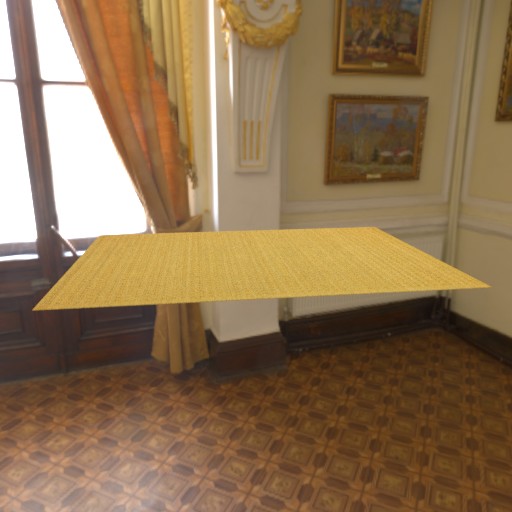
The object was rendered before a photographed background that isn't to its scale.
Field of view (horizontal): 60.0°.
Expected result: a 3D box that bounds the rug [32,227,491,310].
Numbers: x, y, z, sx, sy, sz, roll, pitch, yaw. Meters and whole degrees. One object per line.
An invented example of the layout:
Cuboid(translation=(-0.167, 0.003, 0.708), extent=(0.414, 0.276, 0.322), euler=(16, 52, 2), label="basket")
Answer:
Cuboid(translation=(0.000, 0.000, 3.709), extent=(2.895, 0.006, 1.981), euler=(-2, 16, -8), label="rug")
